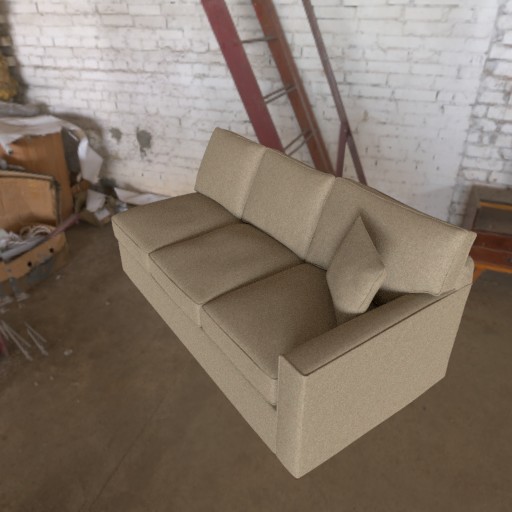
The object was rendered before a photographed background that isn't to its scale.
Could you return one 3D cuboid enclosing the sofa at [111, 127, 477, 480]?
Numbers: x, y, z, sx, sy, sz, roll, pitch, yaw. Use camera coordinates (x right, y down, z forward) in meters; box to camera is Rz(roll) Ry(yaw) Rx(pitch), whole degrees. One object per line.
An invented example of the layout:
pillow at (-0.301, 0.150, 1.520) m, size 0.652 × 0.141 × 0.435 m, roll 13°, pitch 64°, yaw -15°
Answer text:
sofa at (0.000, 0.000, 2.497) m, size 1.034 × 0.946 × 1.963 m, roll -20°, pitch 36°, yaw -29°
